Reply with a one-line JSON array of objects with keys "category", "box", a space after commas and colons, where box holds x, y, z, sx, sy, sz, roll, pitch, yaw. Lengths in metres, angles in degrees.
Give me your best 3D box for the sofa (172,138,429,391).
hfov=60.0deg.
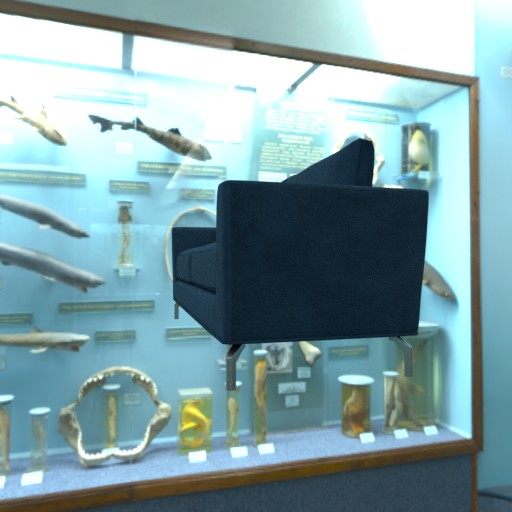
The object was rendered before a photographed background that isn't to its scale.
[{"category": "sofa", "box": [0.000, 0.000, 2.716, 0.853, 0.998, 2.212, 0, -1, -15]}]
